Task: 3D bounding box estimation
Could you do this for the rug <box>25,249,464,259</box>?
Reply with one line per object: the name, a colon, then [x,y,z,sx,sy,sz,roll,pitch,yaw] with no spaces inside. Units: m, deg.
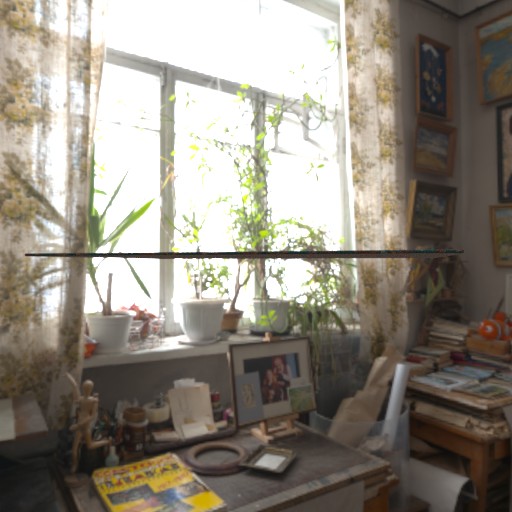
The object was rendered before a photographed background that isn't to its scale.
rug: [0.000,0.000,2.321,1.836,0.014,1.216,0,-1,18]
